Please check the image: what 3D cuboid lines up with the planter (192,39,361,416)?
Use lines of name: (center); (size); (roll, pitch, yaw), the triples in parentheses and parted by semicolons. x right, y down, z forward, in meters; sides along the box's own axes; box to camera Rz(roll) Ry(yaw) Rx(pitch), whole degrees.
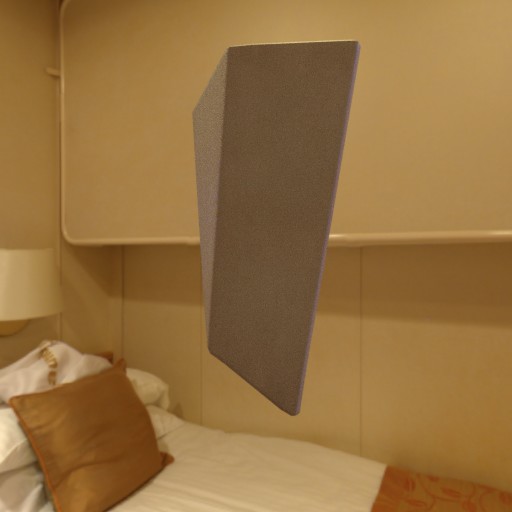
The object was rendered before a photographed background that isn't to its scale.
planter: (0.000, 0.000, 0.265); (0.060, 0.197, 0.150); (0, 1, -17)
